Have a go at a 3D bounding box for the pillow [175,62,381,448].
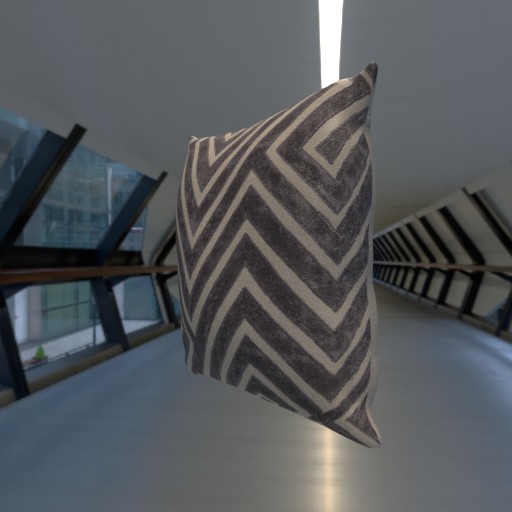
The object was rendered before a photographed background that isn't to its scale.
[{"bbox_3d":[0.000,0.000,0.658,0.182,0.441,0.440,0,0,-36],"label":"pillow"}]
